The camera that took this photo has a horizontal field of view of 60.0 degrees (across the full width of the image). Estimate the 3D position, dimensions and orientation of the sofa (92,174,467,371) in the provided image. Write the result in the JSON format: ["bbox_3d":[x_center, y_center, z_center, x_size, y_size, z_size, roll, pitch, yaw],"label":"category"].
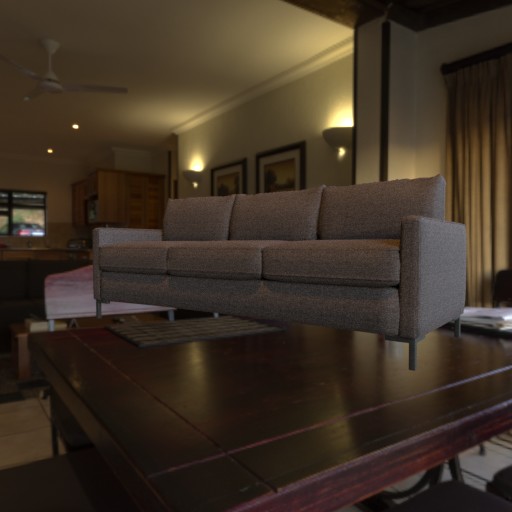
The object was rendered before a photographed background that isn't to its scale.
[{"bbox_3d":[0.000,0.000,2.744,2.253,0.882,0.876,1,2,36],"label":"sofa"}]
